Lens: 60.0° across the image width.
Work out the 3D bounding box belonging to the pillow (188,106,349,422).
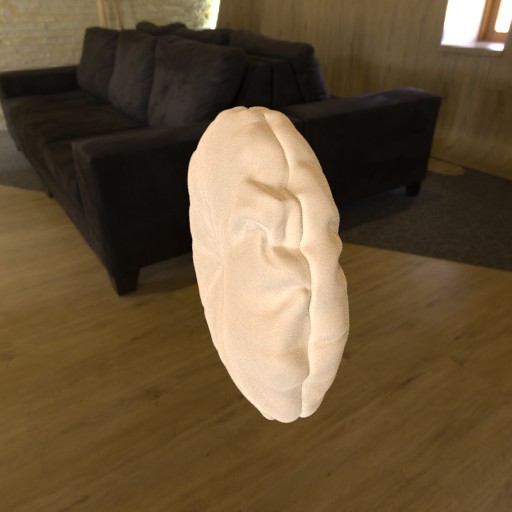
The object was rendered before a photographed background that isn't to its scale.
[{"bbox_3d":[0.000,0.000,0.638,0.148,0.407,0.428,-9,31,-15],"label":"pillow"}]
